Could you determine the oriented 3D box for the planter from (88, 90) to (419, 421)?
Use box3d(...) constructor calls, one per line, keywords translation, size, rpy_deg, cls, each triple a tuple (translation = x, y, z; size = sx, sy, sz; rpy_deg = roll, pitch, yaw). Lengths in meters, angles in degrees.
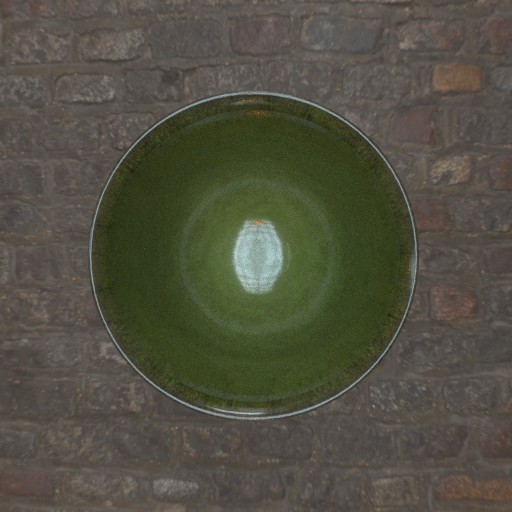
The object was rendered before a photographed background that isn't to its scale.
box3d(translation=(0.000, 0.000, 0.488), size=(0.266, 0.270, 0.266), rpy_deg=(0, 90, 1), cls="planter")
